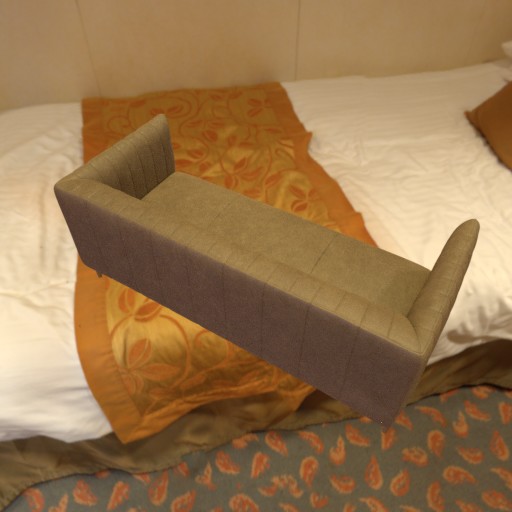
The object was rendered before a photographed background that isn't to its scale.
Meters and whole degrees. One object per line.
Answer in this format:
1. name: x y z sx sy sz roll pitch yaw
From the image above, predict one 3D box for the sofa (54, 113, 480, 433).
1. sofa: 0.000 0.000 2.405 1.980 0.779 0.876 24 51 21
